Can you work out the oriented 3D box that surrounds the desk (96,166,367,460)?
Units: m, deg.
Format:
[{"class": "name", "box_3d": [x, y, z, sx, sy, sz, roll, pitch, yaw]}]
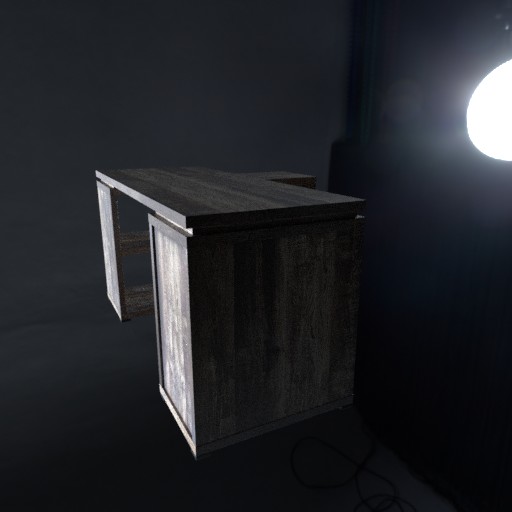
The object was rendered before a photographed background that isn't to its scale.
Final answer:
[{"class": "desk", "box_3d": [0.000, 0.000, 2.161, 1.200, 0.753, 1.524, -8, 18, -26]}]
